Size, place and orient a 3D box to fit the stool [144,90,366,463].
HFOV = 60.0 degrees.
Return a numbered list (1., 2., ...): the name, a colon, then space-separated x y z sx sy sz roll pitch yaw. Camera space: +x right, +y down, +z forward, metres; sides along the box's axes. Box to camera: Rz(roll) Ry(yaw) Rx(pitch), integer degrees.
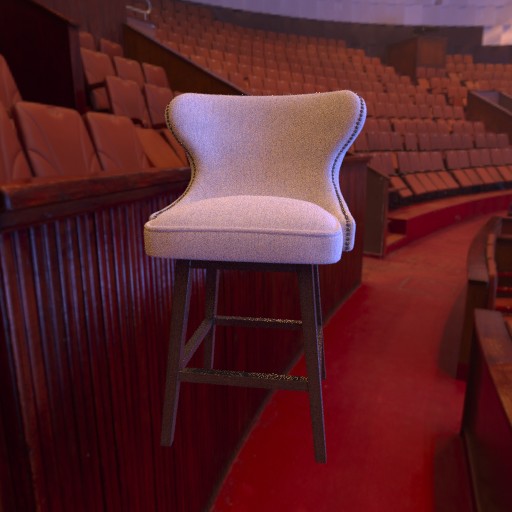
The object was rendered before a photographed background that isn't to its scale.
1. stool: 0.000 0.000 1.326 0.615 0.972 0.597 2 14 9
